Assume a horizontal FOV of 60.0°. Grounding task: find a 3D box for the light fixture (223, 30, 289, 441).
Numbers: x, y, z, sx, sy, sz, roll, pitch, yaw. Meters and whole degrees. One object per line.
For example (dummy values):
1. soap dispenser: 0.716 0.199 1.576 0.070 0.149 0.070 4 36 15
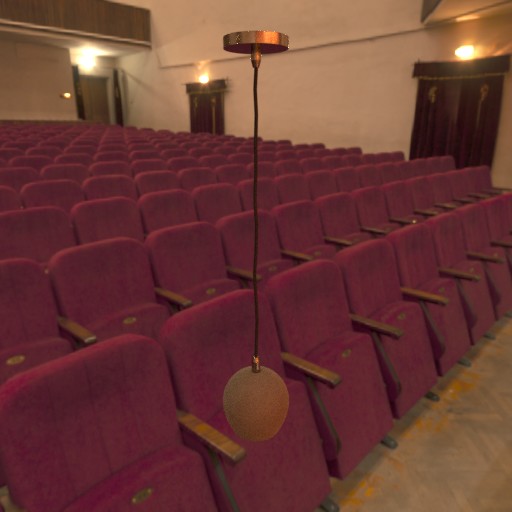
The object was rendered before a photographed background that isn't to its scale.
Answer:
1. light fixture: 0.000 0.000 0.850 0.139 0.764 0.139 15 22 41
